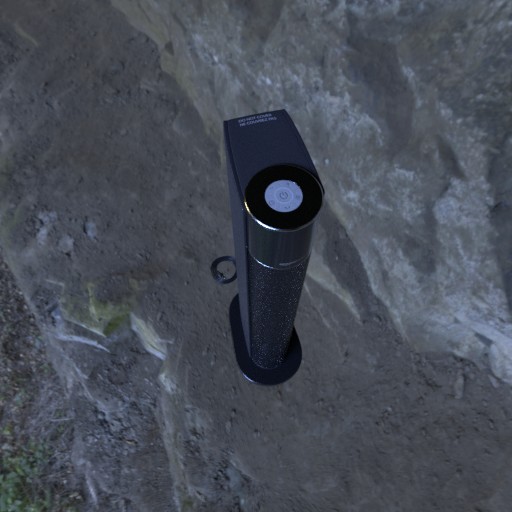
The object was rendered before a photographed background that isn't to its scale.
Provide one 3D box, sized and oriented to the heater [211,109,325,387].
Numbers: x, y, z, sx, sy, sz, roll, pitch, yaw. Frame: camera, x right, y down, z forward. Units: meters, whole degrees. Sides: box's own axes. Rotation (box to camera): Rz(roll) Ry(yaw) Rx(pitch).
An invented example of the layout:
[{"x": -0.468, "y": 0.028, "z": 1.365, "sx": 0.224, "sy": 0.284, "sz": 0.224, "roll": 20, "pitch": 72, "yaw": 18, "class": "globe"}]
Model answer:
[{"x": 0.000, "y": 0.000, "z": 1.042, "sx": 0.214, "sy": 0.856, "sz": 0.458, "roll": -13, "pitch": 64, "yaw": -7, "class": "heater"}]
